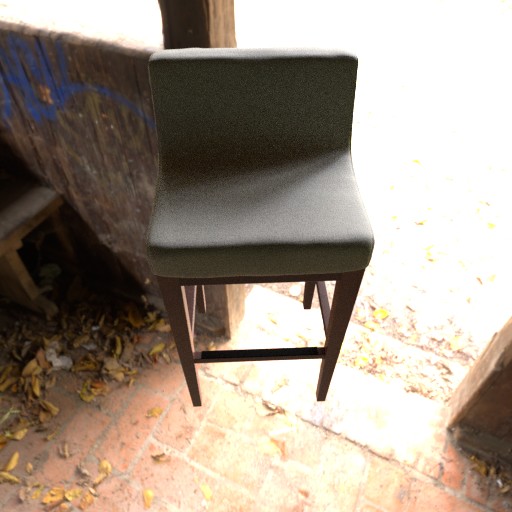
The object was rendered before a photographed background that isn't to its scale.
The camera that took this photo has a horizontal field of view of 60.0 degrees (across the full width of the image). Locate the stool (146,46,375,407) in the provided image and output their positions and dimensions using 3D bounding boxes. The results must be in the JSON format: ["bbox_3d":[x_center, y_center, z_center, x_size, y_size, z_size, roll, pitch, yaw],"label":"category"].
[{"bbox_3d":[0.000,0.000,1.312,0.511,1.037,0.500,-2,47,-2],"label":"stool"}]
